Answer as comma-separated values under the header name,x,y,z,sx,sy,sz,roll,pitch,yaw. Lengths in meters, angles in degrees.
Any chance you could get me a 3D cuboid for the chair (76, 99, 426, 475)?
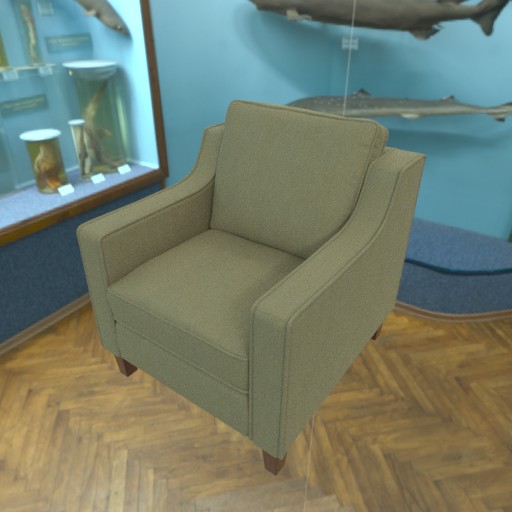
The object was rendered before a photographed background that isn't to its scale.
name,x,y,z,sx,sy,sz,roll,pitch,yaw
chair,0.000,0.000,1.624,0.831,0.960,0.909,21,37,30
